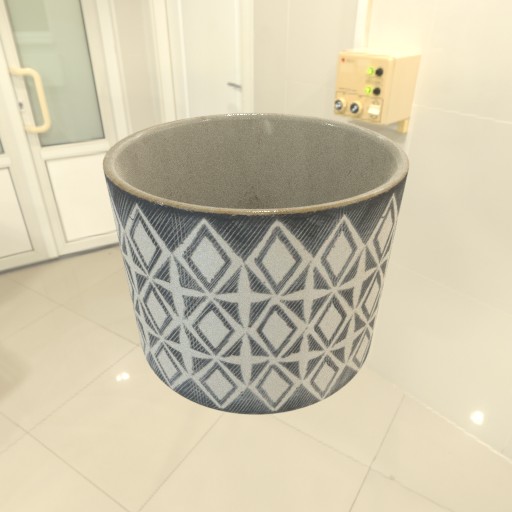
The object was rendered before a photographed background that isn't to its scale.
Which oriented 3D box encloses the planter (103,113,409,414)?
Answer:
[{"bbox_3d":[0.000,0.000,0.332,0.192,0.165,0.192,0,31,0],"label":"planter"}]
